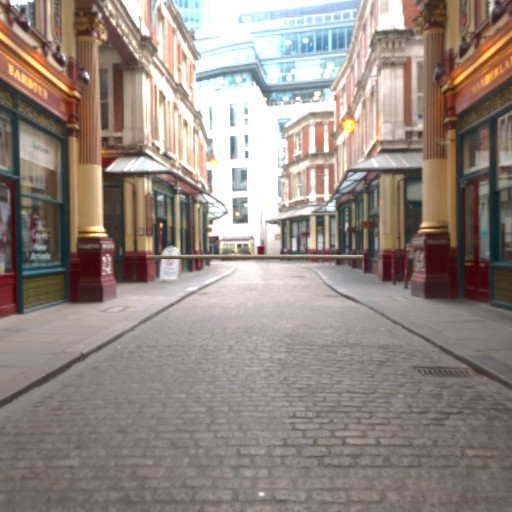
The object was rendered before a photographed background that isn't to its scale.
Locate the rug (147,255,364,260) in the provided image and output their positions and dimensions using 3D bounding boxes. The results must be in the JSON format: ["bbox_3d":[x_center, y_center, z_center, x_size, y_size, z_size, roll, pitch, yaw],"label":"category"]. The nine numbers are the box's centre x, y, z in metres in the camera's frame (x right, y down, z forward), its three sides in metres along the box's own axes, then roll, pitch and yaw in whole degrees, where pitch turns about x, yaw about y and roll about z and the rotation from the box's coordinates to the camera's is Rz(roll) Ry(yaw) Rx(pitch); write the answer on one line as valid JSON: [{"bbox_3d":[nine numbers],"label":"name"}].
[{"bbox_3d":[0.000,0.000,2.491,0.661,0.013,2.297,0,0,0],"label":"rug"}]
